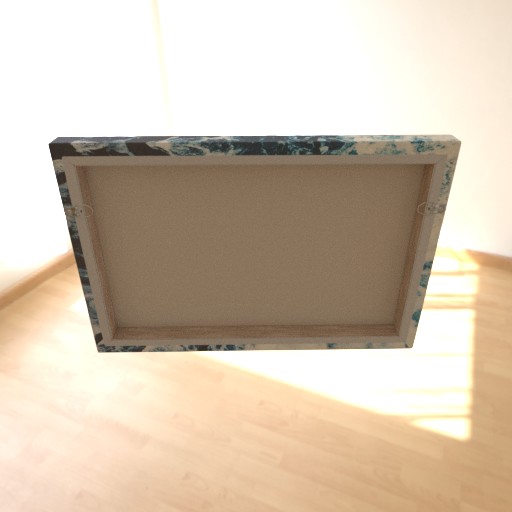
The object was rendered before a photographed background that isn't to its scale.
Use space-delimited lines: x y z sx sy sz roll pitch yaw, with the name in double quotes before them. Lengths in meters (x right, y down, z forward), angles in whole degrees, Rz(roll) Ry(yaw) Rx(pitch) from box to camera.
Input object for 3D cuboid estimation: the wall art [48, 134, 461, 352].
"wall art" 0.000 0.000 0.767 0.609 0.407 0.043 -1 30 -1
